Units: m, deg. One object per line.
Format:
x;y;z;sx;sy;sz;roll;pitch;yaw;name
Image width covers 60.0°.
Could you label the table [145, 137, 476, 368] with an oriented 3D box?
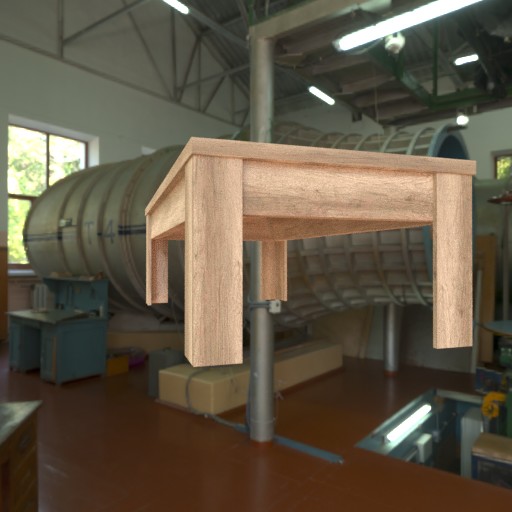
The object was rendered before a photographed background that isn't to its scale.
0.000;0.000;1.619;0.700;0.460;1.350;0;0;-18;table
